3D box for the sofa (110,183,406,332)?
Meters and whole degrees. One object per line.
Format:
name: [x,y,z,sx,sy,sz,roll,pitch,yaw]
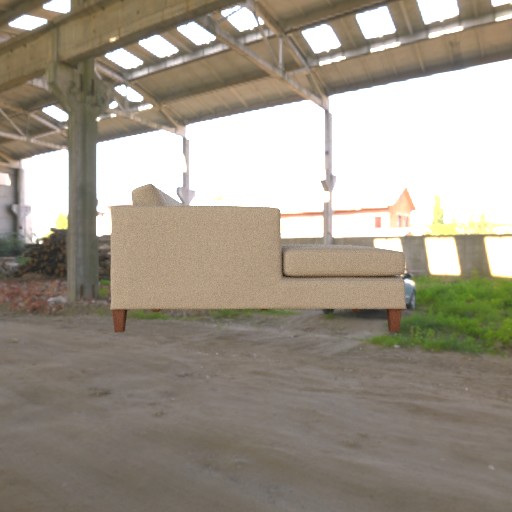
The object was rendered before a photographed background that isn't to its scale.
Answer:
sofa: [0.000,0.000,3.971,1.625,0.846,3.186,0,0,-1]
